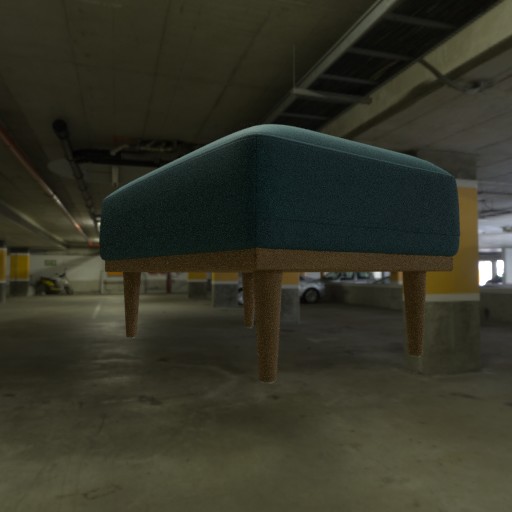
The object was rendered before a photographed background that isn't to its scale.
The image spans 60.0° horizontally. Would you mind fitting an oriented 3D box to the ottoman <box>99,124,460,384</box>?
[{"bbox_3d":[0.000,0.000,1.064,0.549,0.428,0.749,2,-3,-35],"label":"ottoman"}]
